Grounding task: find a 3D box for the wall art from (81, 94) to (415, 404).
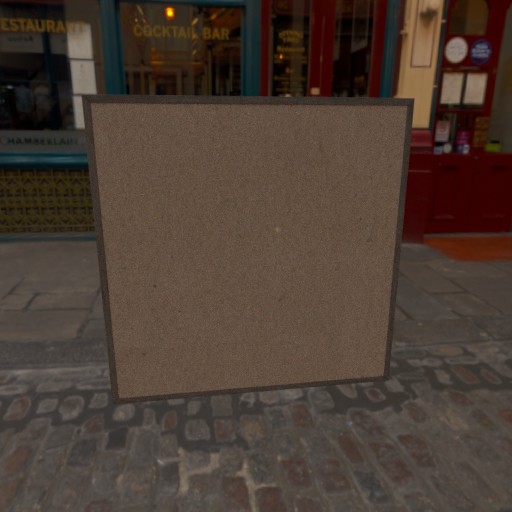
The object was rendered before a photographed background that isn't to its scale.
[{"bbox_3d":[0.000,0.000,1.126,0.762,0.762,0.038,-2,16,-8],"label":"wall art"}]
